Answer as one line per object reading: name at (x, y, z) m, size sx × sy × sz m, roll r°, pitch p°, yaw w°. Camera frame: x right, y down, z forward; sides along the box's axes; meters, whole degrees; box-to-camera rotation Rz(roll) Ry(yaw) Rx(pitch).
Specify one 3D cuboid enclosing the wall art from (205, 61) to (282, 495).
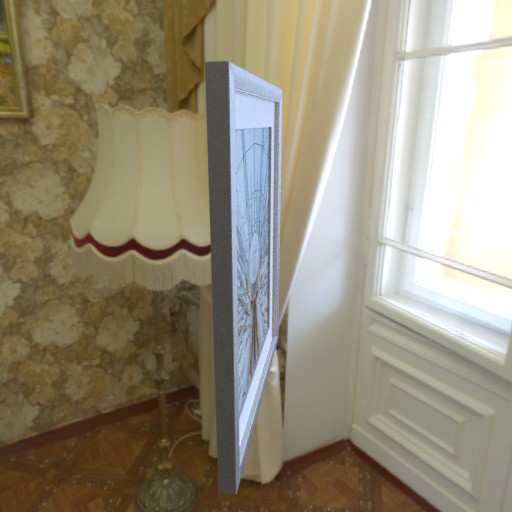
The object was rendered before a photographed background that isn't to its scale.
wall art at (0.000, 0.000, 0.752) m, size 0.029 × 0.558 × 0.458 m, roll 3°, pitch 17°, yaw 10°
